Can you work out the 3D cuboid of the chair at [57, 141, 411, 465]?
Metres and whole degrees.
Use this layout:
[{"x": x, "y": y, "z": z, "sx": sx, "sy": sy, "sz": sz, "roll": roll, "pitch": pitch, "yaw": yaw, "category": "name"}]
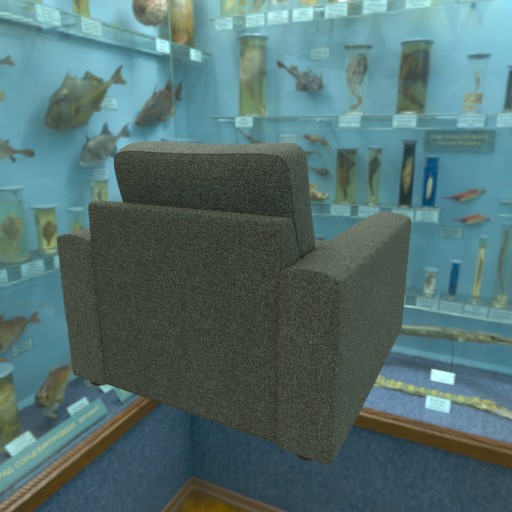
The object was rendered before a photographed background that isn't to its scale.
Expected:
[{"x": 0.000, "y": 0.000, "z": 1.731, "sx": 1.005, "sy": 0.873, "sz": 1.016, "roll": 8, "pitch": 17, "yaw": 27, "category": "chair"}]
